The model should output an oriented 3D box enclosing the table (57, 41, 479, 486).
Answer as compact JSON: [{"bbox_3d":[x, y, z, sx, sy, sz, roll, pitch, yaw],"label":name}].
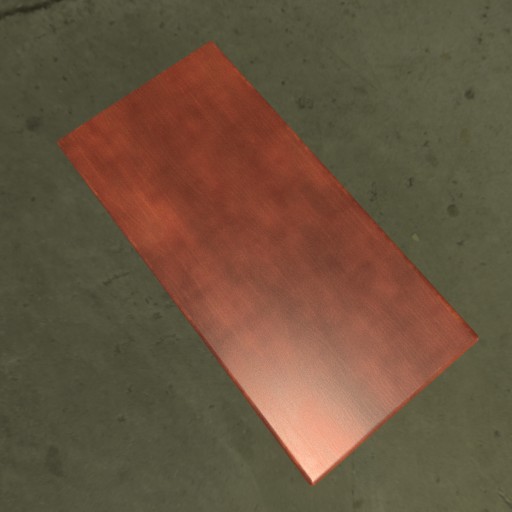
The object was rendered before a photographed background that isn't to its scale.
[{"bbox_3d":[0.000,0.000,1.456,0.580,0.485,1.171,-37,79,-9],"label":"table"}]
